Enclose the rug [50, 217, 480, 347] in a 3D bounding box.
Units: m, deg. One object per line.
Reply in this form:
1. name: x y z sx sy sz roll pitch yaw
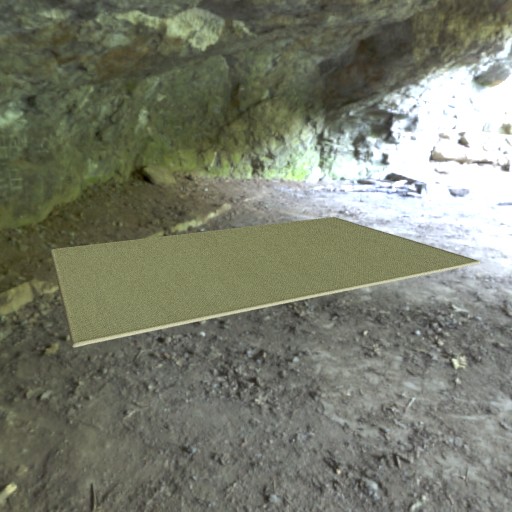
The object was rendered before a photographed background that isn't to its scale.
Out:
1. rug: 0.000 0.000 2.034 1.676 0.013 1.067 -8 19 -26
